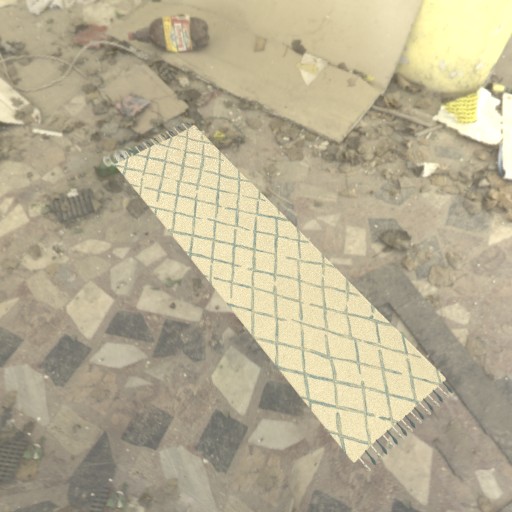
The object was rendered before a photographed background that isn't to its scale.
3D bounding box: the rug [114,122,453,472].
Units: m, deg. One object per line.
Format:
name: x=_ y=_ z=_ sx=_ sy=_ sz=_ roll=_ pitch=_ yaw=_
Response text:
rug: x=0.000 y=0.000 z=2.526 sx=0.620 sy=0.008 sz=2.372 roll=-33 pitch=64 yaw=-19
